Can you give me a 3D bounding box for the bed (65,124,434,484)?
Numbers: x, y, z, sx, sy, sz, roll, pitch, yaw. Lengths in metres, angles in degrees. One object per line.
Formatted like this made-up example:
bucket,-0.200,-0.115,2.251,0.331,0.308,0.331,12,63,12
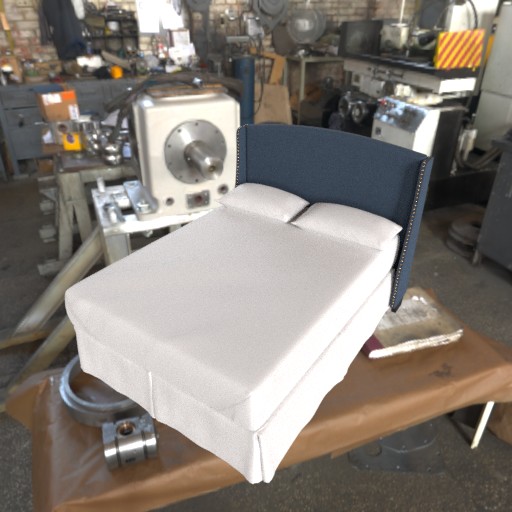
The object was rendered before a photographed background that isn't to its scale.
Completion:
bed,0.000,0.000,3.260,1.710,1.407,2.237,20,36,30
